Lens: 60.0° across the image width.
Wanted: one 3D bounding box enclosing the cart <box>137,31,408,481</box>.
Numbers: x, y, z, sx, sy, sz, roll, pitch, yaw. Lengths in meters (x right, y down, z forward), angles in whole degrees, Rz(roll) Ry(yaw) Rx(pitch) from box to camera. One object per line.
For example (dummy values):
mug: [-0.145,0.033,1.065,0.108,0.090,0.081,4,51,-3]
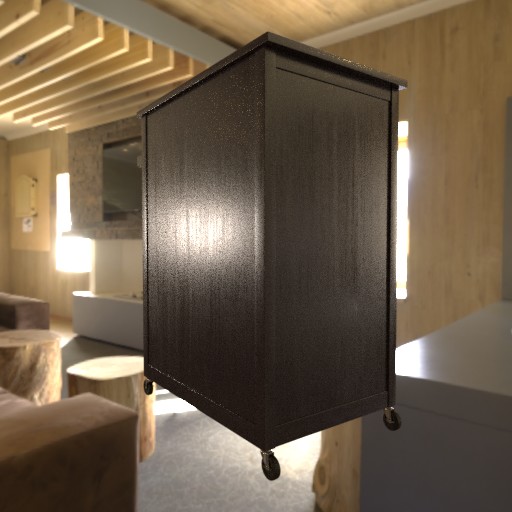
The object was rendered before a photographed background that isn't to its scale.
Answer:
cart: [0.000,0.000,1.259,0.449,0.878,0.690,-1,2,-36]
